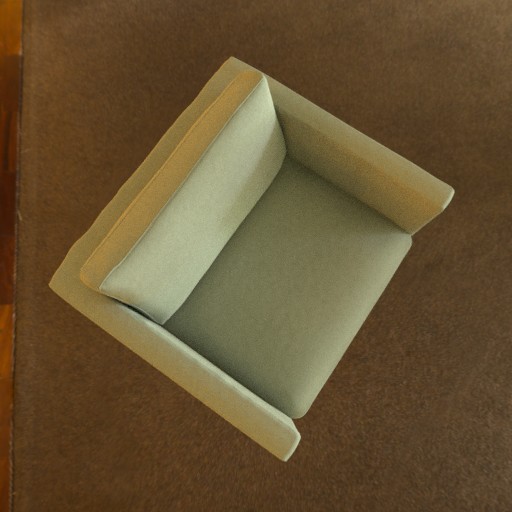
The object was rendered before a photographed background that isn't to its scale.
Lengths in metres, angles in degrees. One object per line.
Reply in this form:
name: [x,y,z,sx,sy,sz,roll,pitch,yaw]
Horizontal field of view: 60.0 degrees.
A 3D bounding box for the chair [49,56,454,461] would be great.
chair: [0.000,0.000,1.691,0.949,0.863,1.057,34,79,7]
